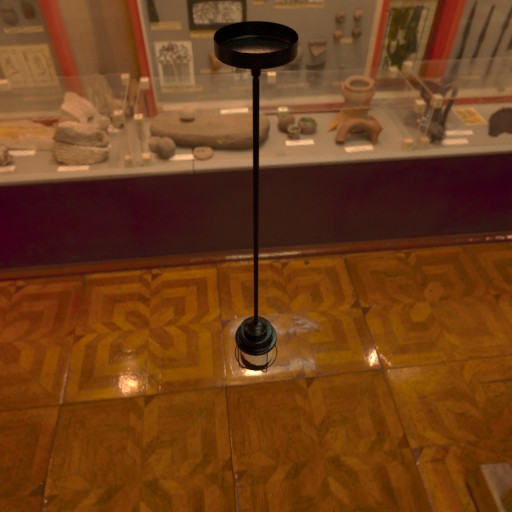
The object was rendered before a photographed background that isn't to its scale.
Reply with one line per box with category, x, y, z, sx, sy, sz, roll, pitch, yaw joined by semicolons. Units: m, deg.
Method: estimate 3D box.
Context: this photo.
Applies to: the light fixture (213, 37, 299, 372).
light fixture;0.000;0.000;0.974;0.123;0.920;0.123;-3;46;-3
